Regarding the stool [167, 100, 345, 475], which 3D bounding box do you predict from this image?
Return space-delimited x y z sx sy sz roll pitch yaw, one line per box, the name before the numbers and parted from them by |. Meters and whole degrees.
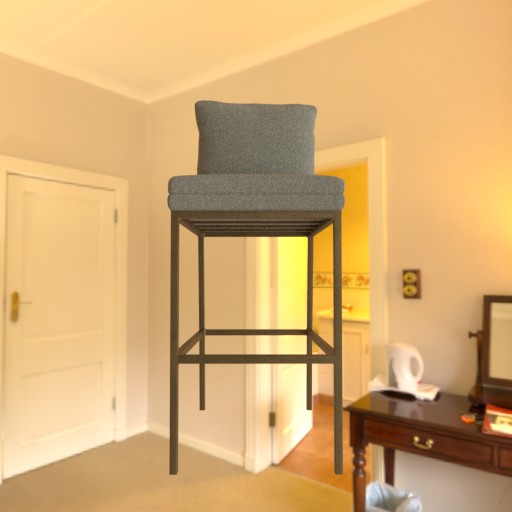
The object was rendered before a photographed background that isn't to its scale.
stool | 0.000 0.000 1.416 0.463 1.132 0.569 0 -2 0
